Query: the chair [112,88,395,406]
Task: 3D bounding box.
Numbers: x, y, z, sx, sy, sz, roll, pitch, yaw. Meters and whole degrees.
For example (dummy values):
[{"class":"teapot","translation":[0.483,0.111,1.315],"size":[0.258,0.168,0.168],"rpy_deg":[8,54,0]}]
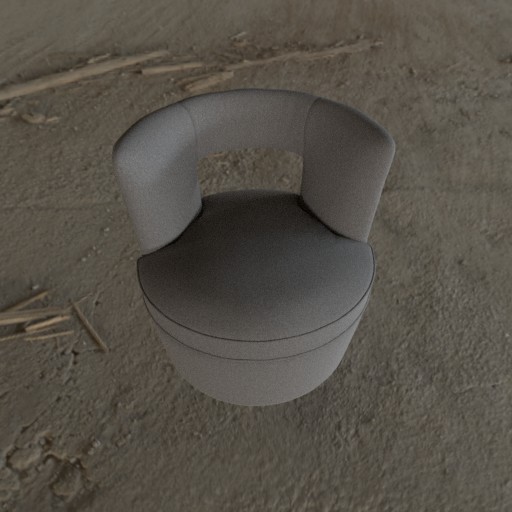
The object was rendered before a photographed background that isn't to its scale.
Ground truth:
[{"class":"chair","translation":[0.000,0.000,1.296],"size":[0.689,0.719,0.660],"rpy_deg":[-3,47,-3]}]
